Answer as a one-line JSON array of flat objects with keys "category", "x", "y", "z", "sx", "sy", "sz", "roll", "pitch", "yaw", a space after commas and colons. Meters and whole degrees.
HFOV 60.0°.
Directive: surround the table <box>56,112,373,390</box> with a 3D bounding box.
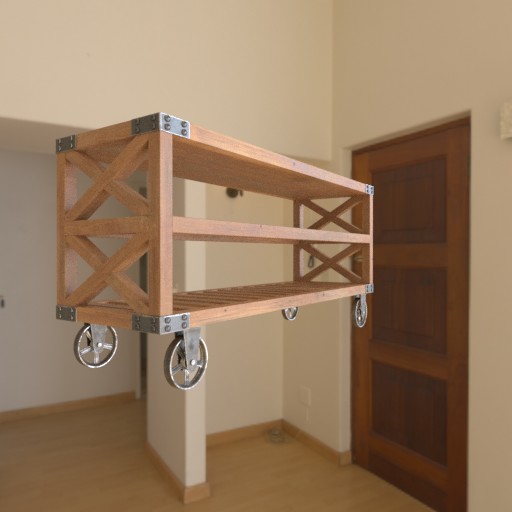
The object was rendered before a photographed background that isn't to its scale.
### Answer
[{"category": "table", "x": 0.000, "y": 0.000, "z": 1.819, "sx": 0.467, "sy": 0.711, "sz": 1.487, "roll": 0, "pitch": 0, "yaw": 35}]
